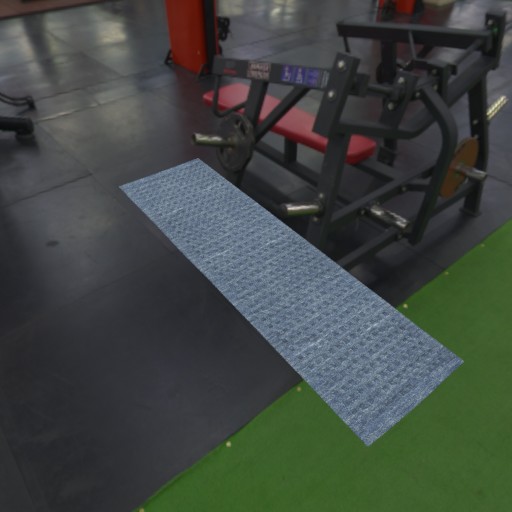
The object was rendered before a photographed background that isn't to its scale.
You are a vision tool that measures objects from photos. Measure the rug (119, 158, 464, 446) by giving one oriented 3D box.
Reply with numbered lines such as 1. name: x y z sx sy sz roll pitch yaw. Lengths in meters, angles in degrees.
1. rug: 0.000 0.000 2.704 0.688 0.008 2.443 -27 48 -27
